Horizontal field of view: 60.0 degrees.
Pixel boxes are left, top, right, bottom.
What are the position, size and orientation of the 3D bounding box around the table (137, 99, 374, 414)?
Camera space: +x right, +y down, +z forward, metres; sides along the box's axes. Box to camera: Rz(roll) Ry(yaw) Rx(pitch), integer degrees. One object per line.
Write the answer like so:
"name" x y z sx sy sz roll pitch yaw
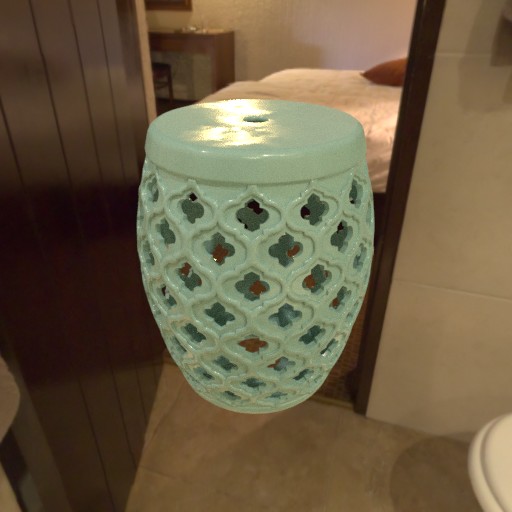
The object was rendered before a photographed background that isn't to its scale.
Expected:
"table" 0.000 0.000 0.641 0.325 0.388 0.325 0 31 0
